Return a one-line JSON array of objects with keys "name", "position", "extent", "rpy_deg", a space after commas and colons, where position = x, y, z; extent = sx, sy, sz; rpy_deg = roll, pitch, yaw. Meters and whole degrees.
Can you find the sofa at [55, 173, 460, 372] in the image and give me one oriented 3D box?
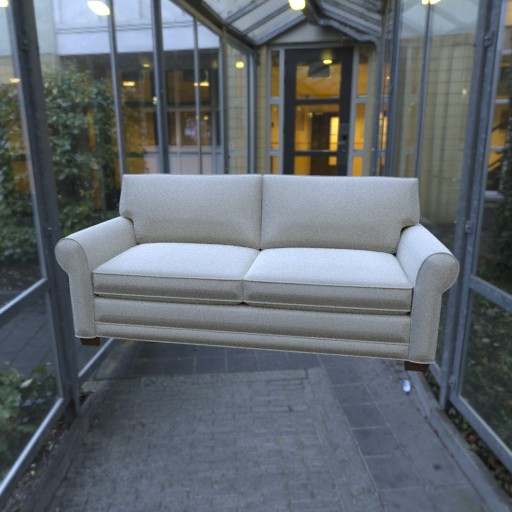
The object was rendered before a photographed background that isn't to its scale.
[{"name": "sofa", "position": [0.000, 0.000, 2.746], "extent": [2.146, 0.962, 0.901], "rpy_deg": [2, 15, 9]}]
